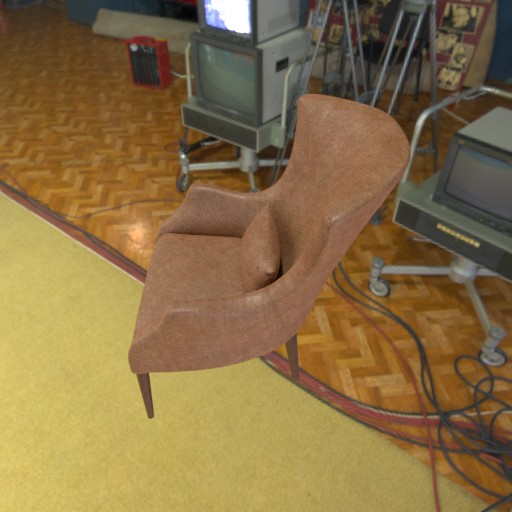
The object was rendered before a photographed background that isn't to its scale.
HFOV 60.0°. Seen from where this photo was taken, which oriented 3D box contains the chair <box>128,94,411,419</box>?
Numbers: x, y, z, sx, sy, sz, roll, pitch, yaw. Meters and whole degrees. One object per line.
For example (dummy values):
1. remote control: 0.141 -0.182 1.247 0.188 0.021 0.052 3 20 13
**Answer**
1. chair: 0.000 0.000 1.772 0.955 1.067 0.846 0 41 -1
